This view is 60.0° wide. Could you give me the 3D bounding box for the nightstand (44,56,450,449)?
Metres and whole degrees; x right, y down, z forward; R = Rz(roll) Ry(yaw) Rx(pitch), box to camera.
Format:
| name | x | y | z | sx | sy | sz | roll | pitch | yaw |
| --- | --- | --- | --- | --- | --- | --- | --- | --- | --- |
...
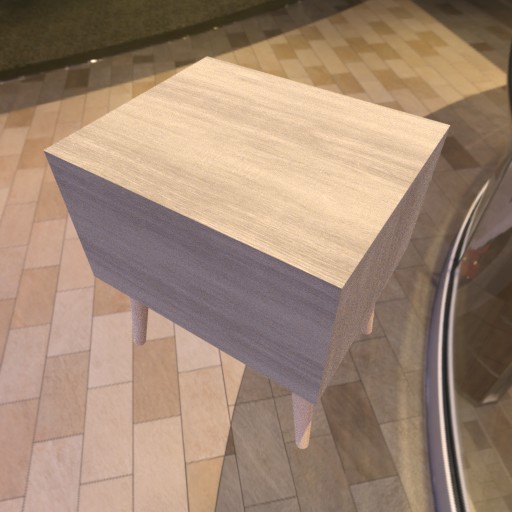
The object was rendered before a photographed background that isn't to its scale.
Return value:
| name | x | y | z | sx | sy | sz | roll | pitch | yaw |
| --- | --- | --- | --- | --- | --- | --- | --- | --- | --- |
| nightstand | 0.000 | 0.000 | 0.816 | 0.450 | 0.500 | 0.380 | 25 | 51 | 22 |
